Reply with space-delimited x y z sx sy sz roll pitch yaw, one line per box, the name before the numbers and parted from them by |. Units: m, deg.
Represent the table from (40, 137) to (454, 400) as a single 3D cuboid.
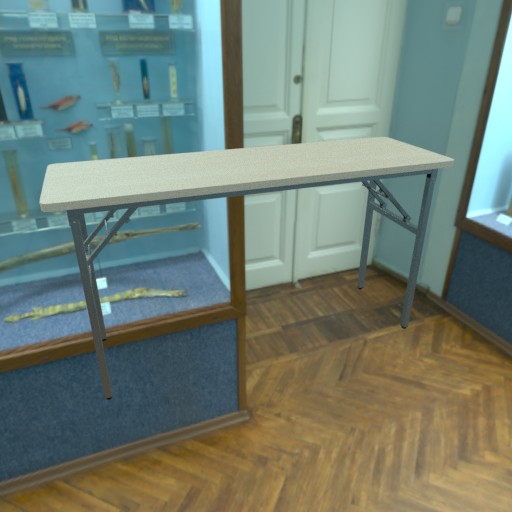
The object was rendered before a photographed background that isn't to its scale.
table | 0.000 0.000 1.750 1.397 0.750 0.446 -9 28 -18
